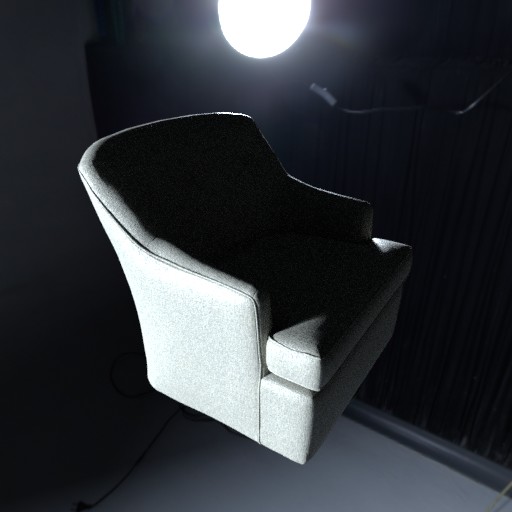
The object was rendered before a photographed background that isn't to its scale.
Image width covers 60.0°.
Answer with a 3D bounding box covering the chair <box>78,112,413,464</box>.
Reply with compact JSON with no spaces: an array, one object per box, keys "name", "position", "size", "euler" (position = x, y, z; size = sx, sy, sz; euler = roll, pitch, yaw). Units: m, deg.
[{"name":"chair","position":[0.000,0.000,1.582],"size":[0.923,0.856,0.864],"euler":[17,32,30]}]
